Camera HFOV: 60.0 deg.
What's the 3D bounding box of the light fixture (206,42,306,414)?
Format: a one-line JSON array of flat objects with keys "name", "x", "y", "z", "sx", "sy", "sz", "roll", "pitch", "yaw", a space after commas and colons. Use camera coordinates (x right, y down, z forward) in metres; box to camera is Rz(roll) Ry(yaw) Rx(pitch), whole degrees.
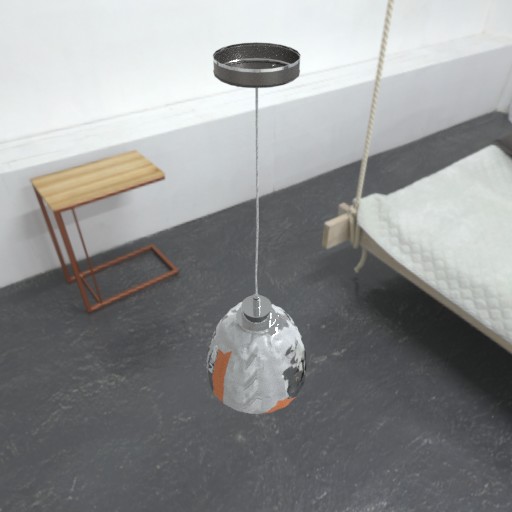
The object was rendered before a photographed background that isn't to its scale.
[{"name": "light fixture", "x": 0.000, "y": 0.000, "z": 1.755, "sx": 0.500, "sy": 1.511, "sz": 0.496, "roll": 25, "pitch": 46, "yaw": 26}]
